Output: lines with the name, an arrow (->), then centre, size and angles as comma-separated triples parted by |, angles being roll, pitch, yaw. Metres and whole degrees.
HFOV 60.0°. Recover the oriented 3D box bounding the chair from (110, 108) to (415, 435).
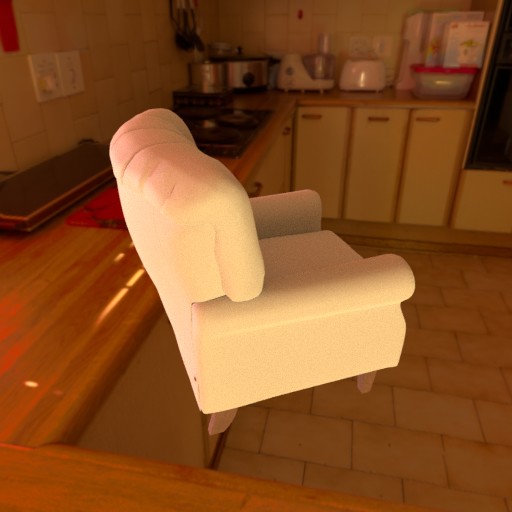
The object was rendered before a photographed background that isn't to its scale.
chair -> 0.000, 0.000, 2.029 | 1.128, 1.217, 1.090 | -9, 30, -17
